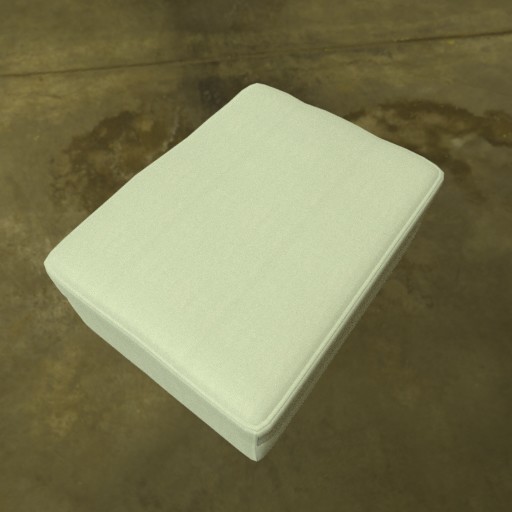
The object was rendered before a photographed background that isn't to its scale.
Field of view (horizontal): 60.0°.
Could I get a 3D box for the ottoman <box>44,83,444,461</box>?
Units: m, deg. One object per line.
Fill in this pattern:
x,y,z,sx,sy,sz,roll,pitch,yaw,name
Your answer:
0.000,0.000,1.208,0.634,0.496,0.818,32,63,19,ottoman
